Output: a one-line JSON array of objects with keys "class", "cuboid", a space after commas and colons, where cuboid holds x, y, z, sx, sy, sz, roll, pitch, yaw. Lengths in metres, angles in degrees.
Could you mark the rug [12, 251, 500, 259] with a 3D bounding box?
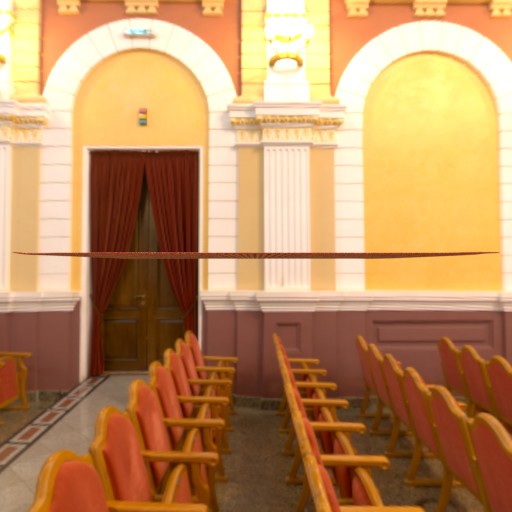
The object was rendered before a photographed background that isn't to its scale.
[{"class": "rug", "cuboid": [0.000, 0.000, 4.025, 3.086, 0.030, 2.489, 0, -1, 0]}]
